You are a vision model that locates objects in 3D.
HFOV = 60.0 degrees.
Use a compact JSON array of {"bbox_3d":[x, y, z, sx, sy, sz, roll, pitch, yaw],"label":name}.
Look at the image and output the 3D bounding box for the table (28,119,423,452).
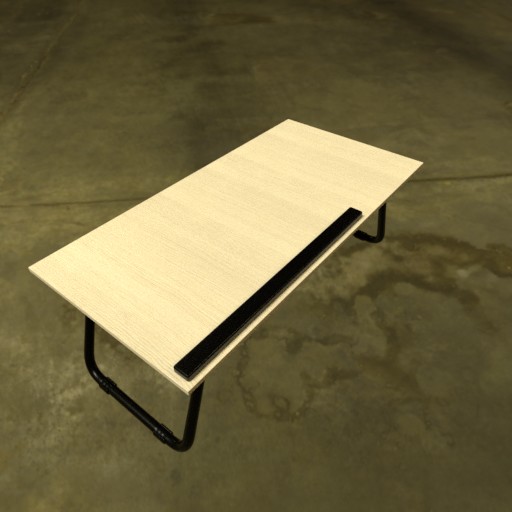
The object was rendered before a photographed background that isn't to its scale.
[{"bbox_3d":[0.000,0.000,0.818,0.322,0.242,0.644,28,48,28],"label":"table"}]
